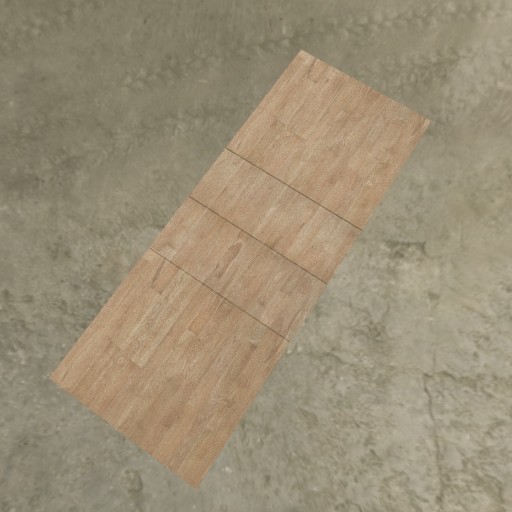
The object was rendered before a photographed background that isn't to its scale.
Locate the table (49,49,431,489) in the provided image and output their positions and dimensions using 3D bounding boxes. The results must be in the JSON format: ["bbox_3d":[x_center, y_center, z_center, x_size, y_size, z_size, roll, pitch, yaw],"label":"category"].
[{"bbox_3d":[0.000,0.000,3.019,1.000,0.752,2.603,33,77,9],"label":"table"}]
